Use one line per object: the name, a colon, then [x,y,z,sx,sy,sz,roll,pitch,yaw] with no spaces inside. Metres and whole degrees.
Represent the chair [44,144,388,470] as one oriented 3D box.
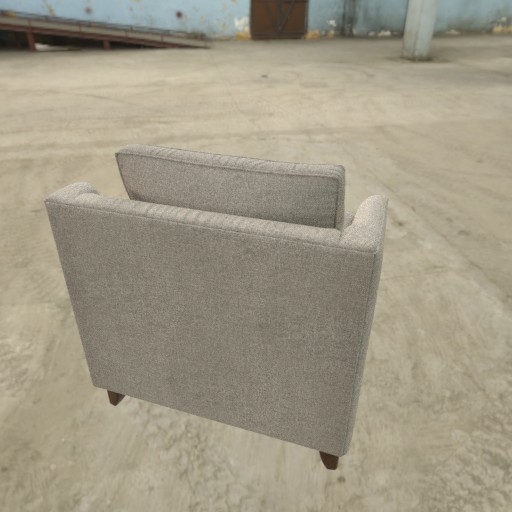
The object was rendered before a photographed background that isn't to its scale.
chair: [0.000,0.000,1.530,0.838,0.864,0.918,10,32,16]
